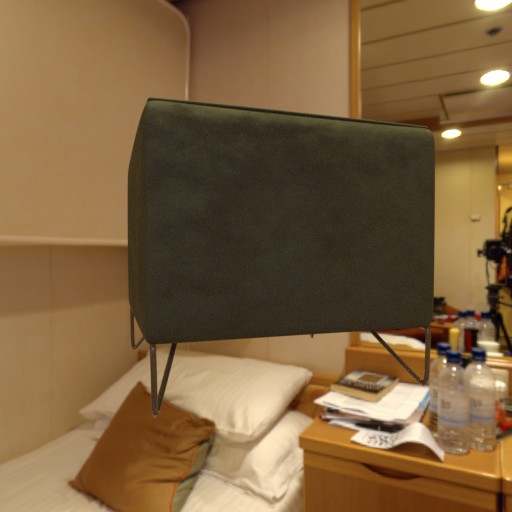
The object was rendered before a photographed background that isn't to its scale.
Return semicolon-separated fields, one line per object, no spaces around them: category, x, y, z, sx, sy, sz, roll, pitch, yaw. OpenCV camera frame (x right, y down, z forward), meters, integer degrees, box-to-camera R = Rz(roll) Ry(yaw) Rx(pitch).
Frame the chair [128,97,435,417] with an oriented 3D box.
chair;0.000;0.000;1.616;0.880;0.790;0.894;0;0;-18
